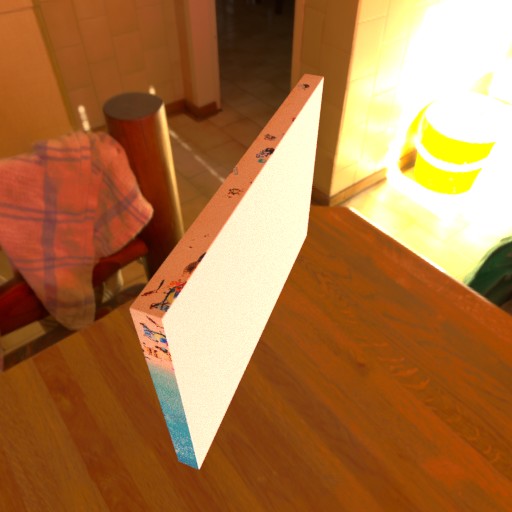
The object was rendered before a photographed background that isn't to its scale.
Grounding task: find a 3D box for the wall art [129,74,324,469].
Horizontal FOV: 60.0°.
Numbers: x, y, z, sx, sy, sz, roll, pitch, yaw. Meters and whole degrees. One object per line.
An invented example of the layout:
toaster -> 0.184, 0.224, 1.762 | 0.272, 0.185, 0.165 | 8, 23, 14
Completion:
wall art -> 0.000, 0.000, 0.785 | 0.039, 0.406, 0.609 | 15, 47, 15
